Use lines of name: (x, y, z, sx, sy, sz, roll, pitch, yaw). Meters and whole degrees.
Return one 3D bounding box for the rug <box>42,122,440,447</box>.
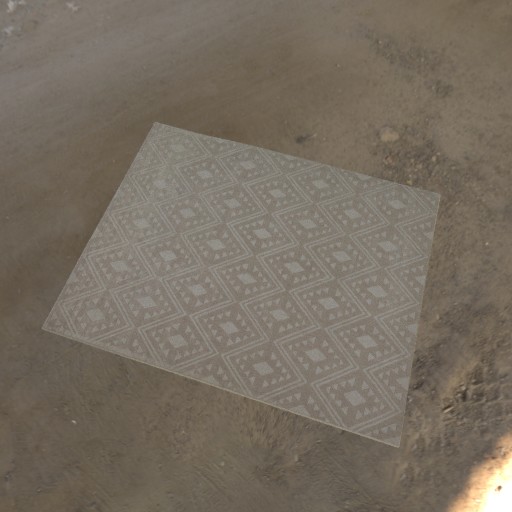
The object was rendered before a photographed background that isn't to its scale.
rug: (0.000, 0.000, 4.022, 3.011, 0.054, 2.399, 16, 65, 8)
